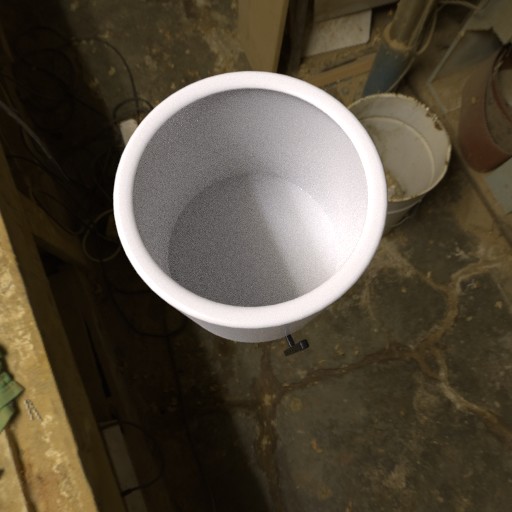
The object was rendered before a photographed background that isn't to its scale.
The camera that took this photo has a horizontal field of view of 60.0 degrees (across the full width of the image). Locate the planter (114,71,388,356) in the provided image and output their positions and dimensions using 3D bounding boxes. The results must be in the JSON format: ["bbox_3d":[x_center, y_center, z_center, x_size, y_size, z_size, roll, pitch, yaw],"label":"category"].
[{"bbox_3d":[0.000,0.000,0.519,0.239,0.356,0.239,-22,77,-5],"label":"planter"}]
